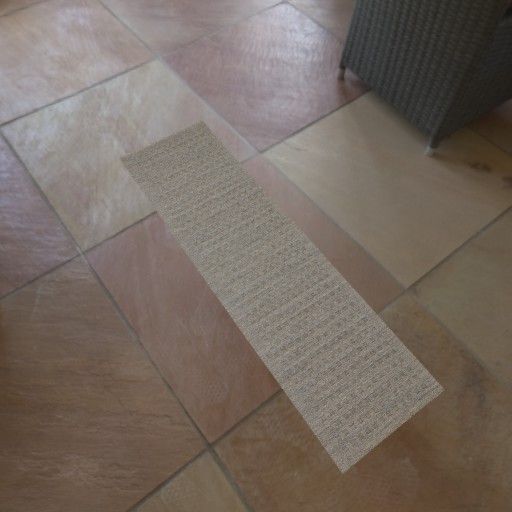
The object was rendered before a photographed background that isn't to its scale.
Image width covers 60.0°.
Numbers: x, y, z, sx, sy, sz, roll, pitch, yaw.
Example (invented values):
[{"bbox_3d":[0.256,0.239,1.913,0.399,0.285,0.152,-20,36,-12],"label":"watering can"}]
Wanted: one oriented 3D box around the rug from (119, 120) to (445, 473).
[{"bbox_3d":[0.000,0.000,2.705,0.688,0.005,2.437,-30,63,-17],"label":"rug"}]
